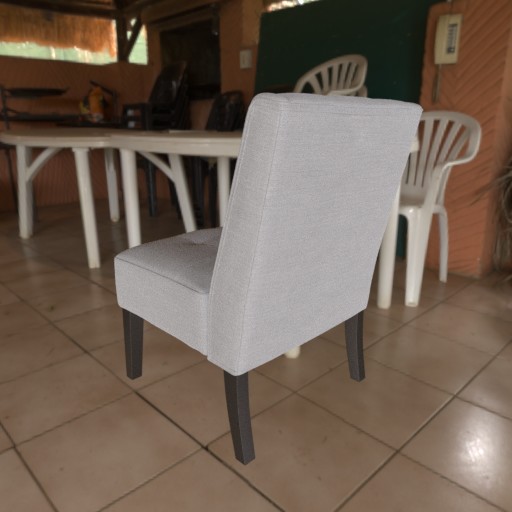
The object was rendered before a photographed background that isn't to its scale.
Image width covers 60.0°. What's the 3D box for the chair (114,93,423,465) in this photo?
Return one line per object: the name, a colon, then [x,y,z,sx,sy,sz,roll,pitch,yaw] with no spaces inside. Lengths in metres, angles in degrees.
chair: [0.000,0.000,1.288,0.676,0.853,0.569,16,23,42]
